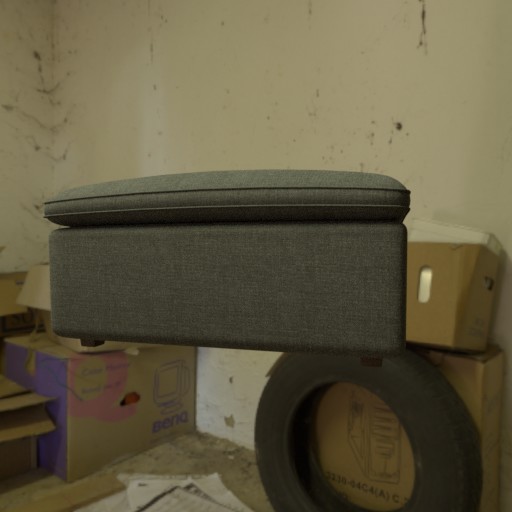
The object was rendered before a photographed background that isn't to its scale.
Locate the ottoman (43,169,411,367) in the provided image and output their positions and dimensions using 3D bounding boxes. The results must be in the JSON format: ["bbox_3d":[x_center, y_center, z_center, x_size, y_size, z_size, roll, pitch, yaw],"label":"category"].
[{"bbox_3d":[0.000,0.000,1.676,1.067,0.559,1.067,0,0,16],"label":"ottoman"}]
